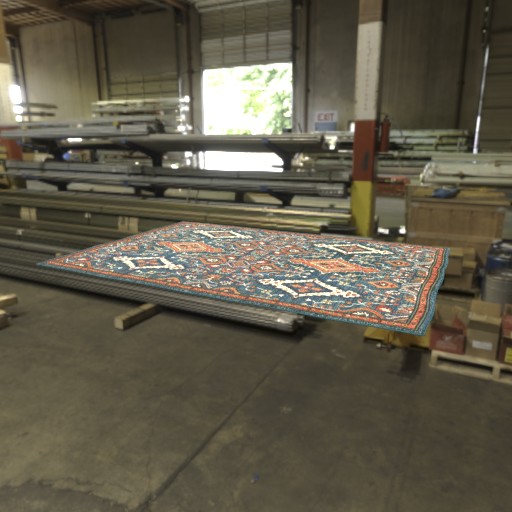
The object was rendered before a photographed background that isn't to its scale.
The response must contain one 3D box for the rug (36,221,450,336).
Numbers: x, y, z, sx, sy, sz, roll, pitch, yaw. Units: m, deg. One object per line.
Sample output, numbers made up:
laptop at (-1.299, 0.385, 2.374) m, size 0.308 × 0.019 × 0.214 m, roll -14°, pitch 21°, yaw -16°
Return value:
rug at (0.000, 0.000, 3.023) m, size 2.373 × 0.009 × 1.622 m, roll 8°, pitch 17°, yaw 25°
